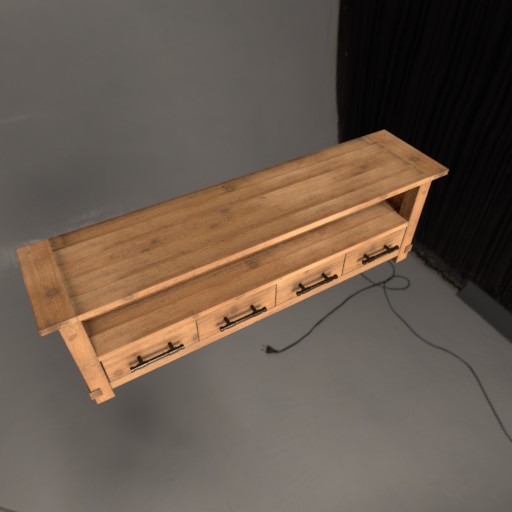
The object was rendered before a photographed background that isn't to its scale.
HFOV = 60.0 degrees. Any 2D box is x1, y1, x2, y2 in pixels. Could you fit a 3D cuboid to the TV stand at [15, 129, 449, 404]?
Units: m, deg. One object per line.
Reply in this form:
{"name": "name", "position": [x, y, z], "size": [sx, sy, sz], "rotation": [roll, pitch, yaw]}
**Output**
{"name": "TV stand", "position": [0.000, 0.000, 2.025], "size": [1.804, 0.573, 0.453], "rotation": [-22, 48, -21]}
